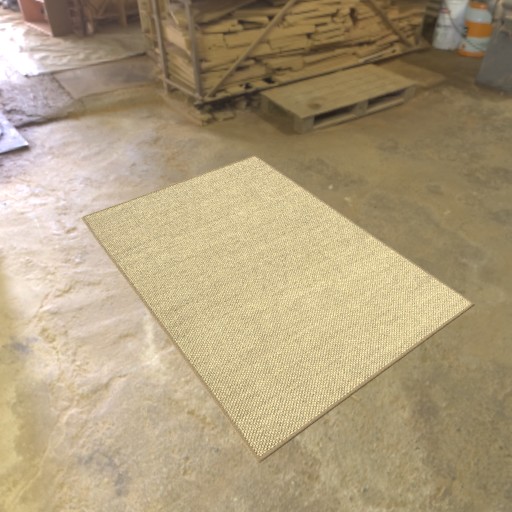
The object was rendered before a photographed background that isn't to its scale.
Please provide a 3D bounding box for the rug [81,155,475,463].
[{"bbox_3d":[0.000,0.000,2.799,1.517,0.013,2.115,-26,47,-26],"label":"rug"}]
